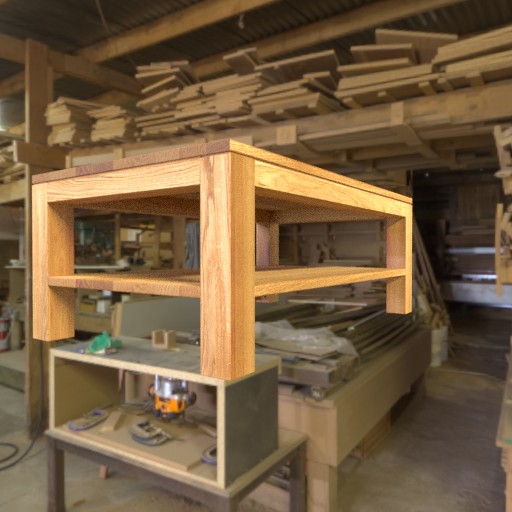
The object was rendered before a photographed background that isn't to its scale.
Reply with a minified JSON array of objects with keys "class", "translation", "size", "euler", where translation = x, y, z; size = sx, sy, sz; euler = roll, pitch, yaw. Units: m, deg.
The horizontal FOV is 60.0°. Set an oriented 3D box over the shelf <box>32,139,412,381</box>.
[{"class":"shelf","translation":[0.000,0.000,1.492],"size":[0.700,0.450,1.150],"euler":[0,1,35]}]
